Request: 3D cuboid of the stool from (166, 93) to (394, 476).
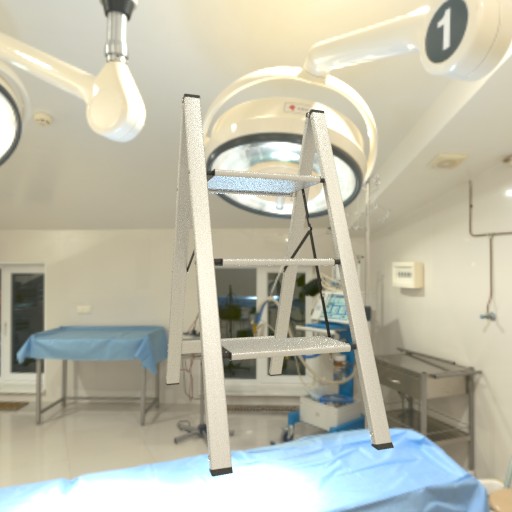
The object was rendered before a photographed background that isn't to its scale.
[{"bbox_3d":[0.000,0.000,1.315,0.441,0.902,0.730,0,-1,-19],"label":"stool"}]
